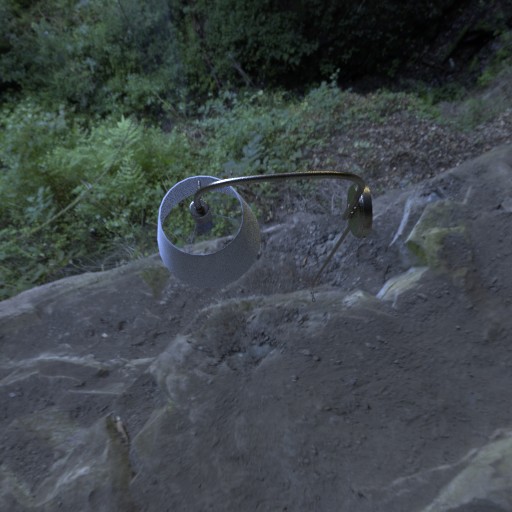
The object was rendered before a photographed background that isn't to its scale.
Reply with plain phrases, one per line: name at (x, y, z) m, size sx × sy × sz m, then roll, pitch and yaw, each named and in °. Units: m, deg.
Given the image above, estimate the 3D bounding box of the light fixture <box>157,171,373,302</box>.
light fixture at (0.000, 0.000, 0.474) m, size 0.176 × 0.399 × 0.092 m, roll -5°, pitch 76°, yaw -1°
